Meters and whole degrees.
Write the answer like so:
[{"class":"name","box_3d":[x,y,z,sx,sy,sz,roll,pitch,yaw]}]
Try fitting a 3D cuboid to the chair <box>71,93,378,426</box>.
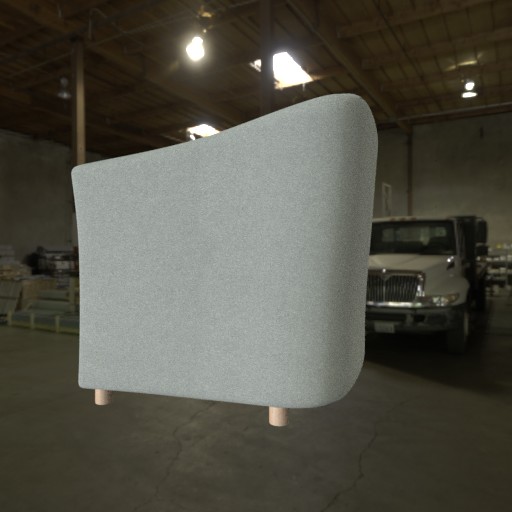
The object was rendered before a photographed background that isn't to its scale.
[{"class":"chair","box_3d":[0.000,0.000,1.328,0.700,0.720,0.790,0,0,17]}]
